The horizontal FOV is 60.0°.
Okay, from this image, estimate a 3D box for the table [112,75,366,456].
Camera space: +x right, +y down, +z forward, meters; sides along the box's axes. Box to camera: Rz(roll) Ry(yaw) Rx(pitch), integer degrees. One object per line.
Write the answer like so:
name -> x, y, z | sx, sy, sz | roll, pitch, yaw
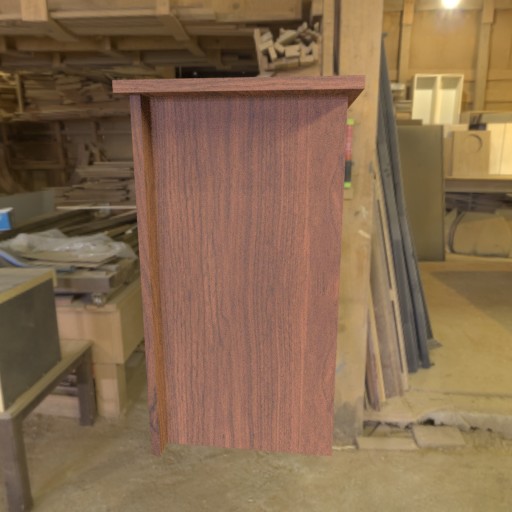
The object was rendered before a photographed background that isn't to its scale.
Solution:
table -> 0.000, 0.000, 1.060 | 0.406, 0.711, 0.589 | 2, 13, 7
